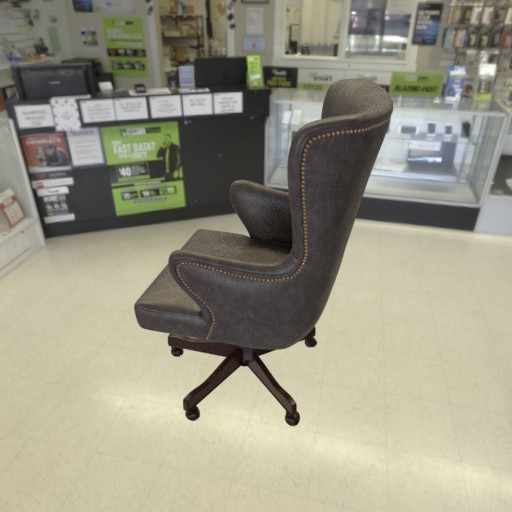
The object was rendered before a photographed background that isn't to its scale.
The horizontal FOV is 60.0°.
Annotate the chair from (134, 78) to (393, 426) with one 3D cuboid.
[{"bbox_3d":[0.000,0.000,1.446,0.717,1.037,0.594,8,32,13],"label":"chair"}]
